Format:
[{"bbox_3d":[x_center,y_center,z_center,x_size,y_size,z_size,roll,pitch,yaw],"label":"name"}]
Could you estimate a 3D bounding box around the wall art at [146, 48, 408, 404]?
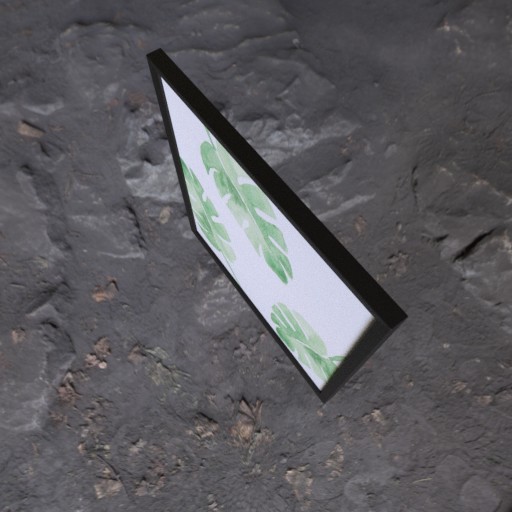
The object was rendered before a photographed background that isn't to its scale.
[{"bbox_3d":[0.000,0.000,1.172,0.038,0.765,0.765,-33,68,-15],"label":"wall art"}]
